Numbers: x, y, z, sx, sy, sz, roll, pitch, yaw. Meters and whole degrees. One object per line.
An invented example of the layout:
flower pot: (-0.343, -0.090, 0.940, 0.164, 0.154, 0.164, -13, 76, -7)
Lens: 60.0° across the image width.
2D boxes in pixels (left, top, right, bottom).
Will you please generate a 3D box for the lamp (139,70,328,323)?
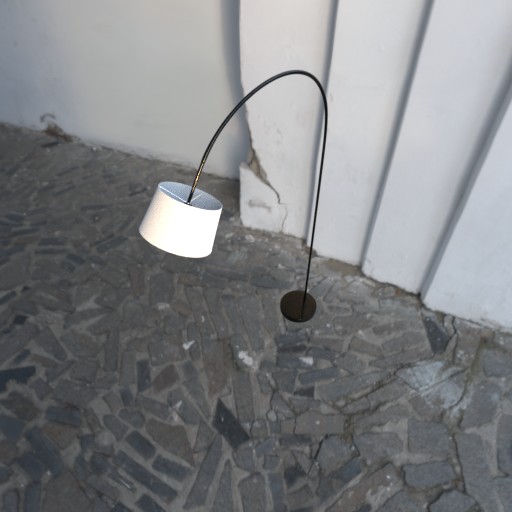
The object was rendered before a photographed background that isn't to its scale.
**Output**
lamp: (0.000, 0.000, 2.644, 0.331, 2.104, 1.363, 32, 54, 27)
